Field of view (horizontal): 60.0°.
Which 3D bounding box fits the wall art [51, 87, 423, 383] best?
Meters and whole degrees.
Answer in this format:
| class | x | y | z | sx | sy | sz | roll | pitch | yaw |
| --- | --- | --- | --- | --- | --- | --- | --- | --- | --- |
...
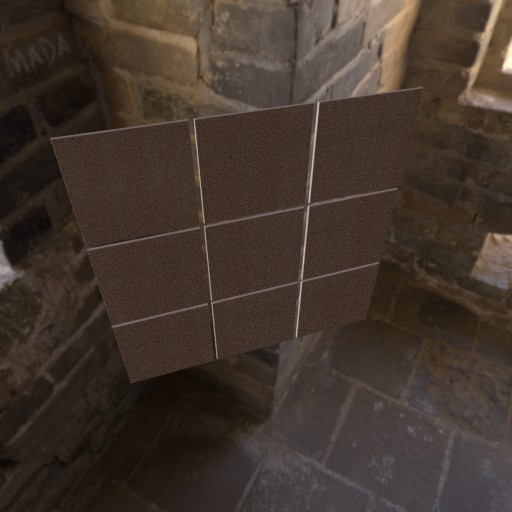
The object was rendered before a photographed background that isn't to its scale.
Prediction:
| class | x | y | z | sx | sy | sz | roll | pitch | yaw |
| --- | --- | --- | --- | --- | --- | --- | --- | --- | --- |
| wall art | 0.000 | 0.000 | 1.796 | 1.219 | 1.218 | 0.013 | -12 | 43 | -14 |
